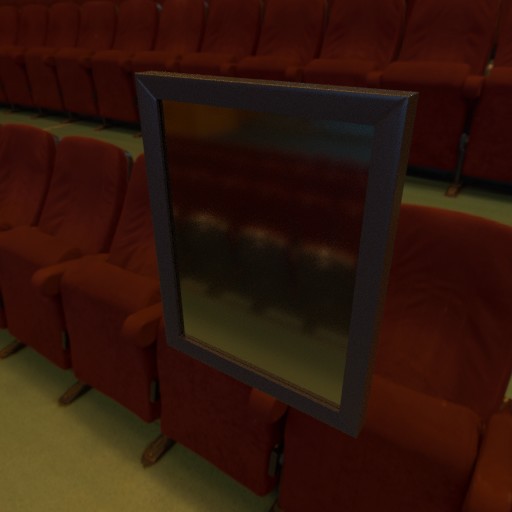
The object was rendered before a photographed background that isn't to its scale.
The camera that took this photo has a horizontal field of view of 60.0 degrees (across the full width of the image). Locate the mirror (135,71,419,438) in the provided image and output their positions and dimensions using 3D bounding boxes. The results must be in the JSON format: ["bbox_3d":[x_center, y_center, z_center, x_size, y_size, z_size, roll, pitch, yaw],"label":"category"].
[{"bbox_3d":[0.000,0.000,0.687,0.405,0.508,0.041,18,33,30],"label":"mirror"}]
